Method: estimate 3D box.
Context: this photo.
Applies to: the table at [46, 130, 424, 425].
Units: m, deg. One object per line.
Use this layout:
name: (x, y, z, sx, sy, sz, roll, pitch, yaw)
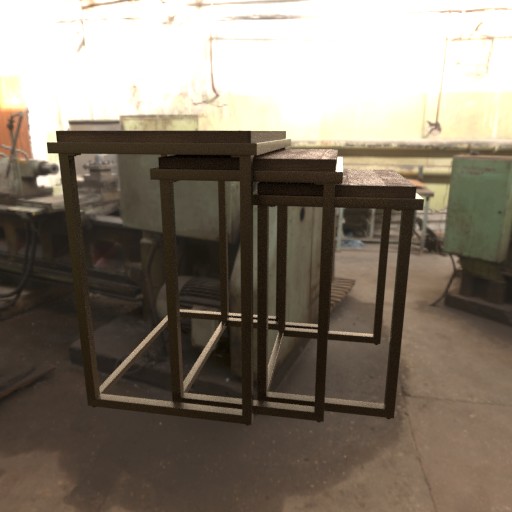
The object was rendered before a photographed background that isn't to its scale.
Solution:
table: (0.000, 0.000, 1.120, 0.706, 0.610, 0.559, 3, 16, 10)
